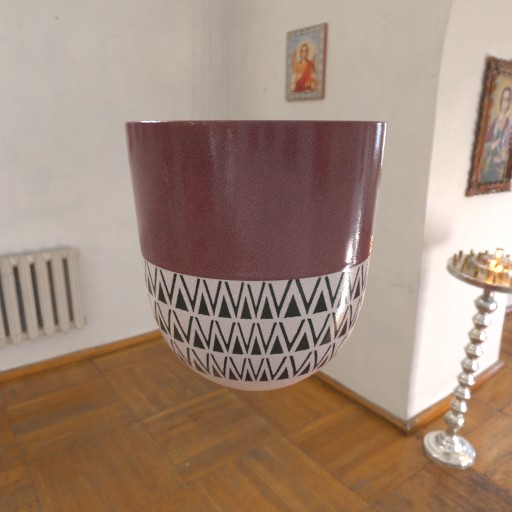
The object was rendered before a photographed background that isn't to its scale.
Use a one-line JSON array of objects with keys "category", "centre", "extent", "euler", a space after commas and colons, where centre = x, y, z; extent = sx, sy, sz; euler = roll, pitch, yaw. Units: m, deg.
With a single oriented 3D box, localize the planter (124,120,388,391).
[{"category": "planter", "centre": [0.000, 0.000, 0.370], "extent": [0.195, 0.214, 0.195], "euler": [0, 16, 0]}]
